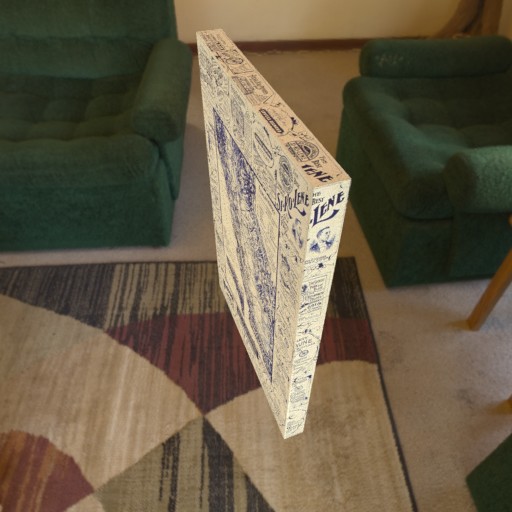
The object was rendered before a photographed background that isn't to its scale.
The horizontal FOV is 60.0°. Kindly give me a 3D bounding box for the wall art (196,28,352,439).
[{"bbox_3d":[0.000,0.000,0.763,0.040,0.601,0.408,-15,49,-14],"label":"wall art"}]
